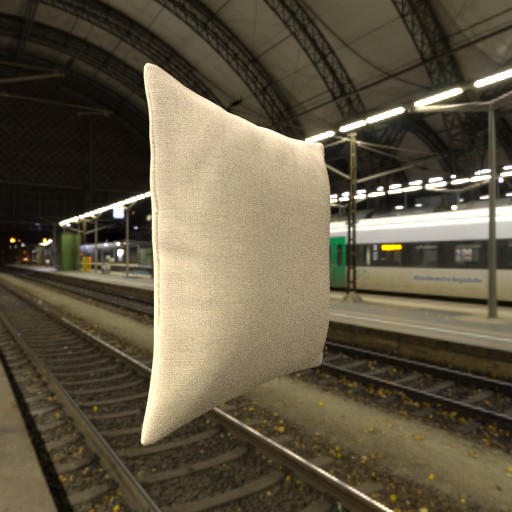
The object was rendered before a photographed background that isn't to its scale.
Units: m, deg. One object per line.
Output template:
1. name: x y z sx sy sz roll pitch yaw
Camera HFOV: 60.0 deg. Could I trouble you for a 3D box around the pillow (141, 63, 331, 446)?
1. pillow: 0.000 0.000 0.801 0.166 0.510 0.523 0 0 35
